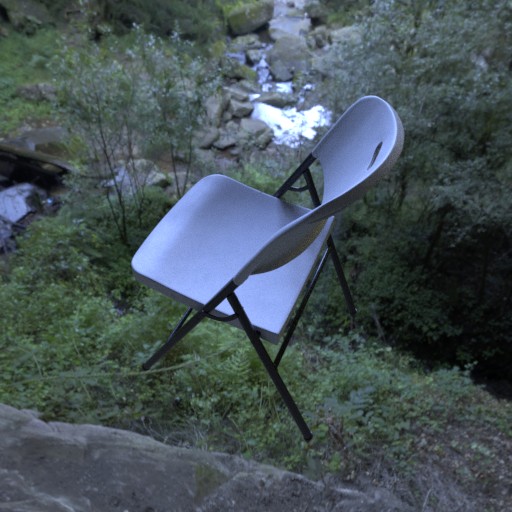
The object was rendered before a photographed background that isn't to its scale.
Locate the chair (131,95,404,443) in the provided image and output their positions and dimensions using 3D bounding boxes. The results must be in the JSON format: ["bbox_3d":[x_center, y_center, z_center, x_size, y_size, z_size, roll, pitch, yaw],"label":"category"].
[{"bbox_3d":[0.000,0.000,1.157,0.566,0.810,0.494,18,50,16],"label":"chair"}]
